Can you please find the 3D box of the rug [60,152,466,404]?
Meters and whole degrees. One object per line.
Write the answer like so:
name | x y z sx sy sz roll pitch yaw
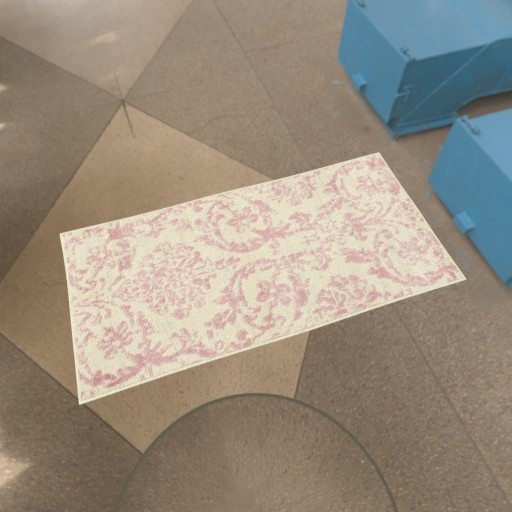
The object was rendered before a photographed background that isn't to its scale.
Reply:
rug | 0.000 0.000 1.466 1.219 0.007 0.604 -16 58 -10
